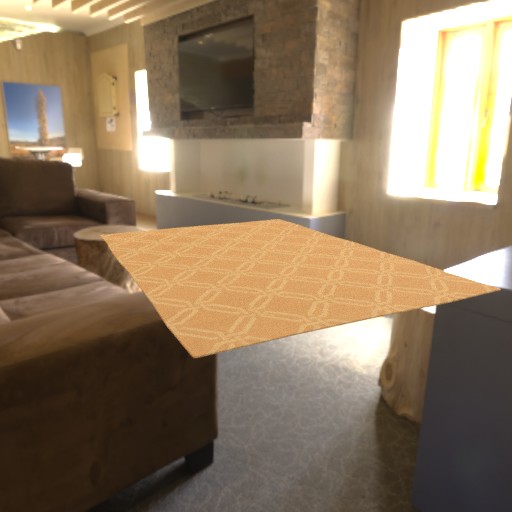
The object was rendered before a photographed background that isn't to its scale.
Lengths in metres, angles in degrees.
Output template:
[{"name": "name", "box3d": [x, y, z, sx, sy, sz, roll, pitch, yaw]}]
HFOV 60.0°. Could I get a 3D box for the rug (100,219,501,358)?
[{"name": "rug", "box3d": [0.000, 0.000, 2.661, 1.524, 0.013, 2.135, -7, 16, -26]}]
